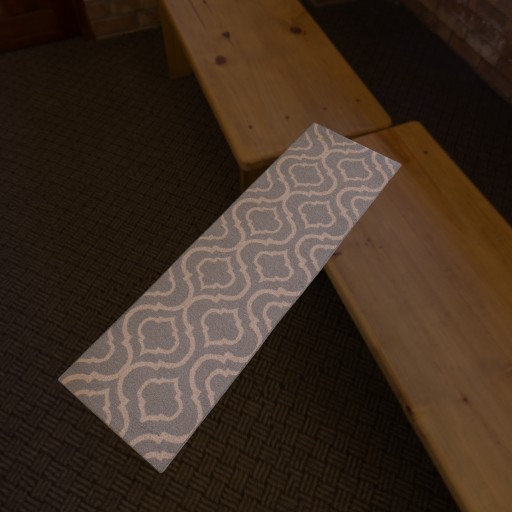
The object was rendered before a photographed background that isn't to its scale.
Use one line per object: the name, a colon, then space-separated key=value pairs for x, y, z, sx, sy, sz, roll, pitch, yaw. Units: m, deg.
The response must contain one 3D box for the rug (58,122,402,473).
rug: x=0.000 y=0.000 z=2.508 sx=0.684 sy=0.009 sz=2.275 roll=32 pitch=63 yaw=19
